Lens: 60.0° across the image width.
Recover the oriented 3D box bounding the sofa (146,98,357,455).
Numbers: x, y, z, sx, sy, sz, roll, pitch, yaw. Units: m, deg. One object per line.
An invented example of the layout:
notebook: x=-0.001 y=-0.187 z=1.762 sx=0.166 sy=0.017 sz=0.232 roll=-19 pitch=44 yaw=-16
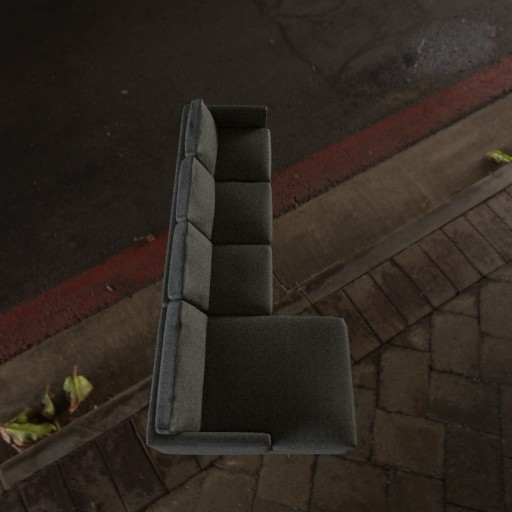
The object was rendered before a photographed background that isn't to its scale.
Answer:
sofa: x=0.000 y=0.000 z=4.275 sx=1.635 sy=0.960 sz=3.485 roll=0 pitch=62 yaw=0
